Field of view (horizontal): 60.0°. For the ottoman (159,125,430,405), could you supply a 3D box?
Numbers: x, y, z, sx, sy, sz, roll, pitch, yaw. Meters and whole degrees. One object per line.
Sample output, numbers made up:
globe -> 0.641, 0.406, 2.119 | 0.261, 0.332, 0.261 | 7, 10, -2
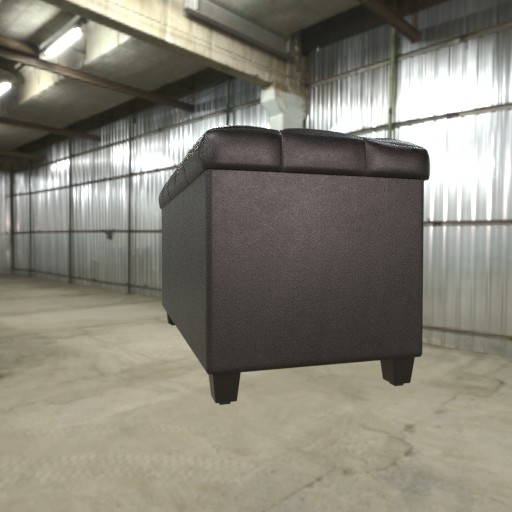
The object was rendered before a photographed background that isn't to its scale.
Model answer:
ottoman -> 0.000, 0.000, 1.143 | 0.432, 0.470, 0.838 | 0, 2, -17
